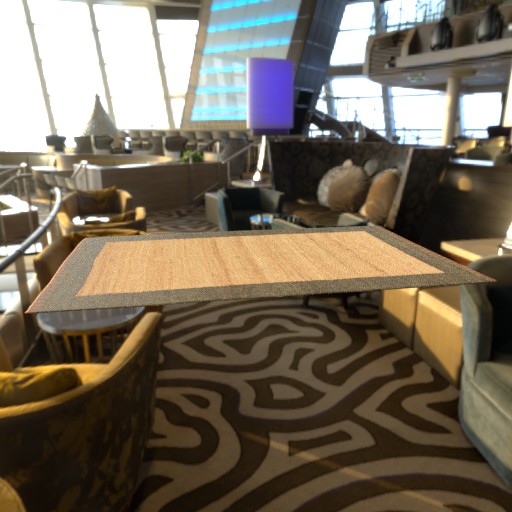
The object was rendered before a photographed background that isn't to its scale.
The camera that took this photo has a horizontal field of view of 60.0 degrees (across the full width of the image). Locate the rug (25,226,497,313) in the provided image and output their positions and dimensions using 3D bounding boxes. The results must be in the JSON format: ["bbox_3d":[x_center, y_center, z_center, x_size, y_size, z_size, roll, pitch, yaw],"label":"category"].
[{"bbox_3d":[0.000,0.000,2.926,2.435,0.006,1.521,-3,16,-10],"label":"rug"}]
